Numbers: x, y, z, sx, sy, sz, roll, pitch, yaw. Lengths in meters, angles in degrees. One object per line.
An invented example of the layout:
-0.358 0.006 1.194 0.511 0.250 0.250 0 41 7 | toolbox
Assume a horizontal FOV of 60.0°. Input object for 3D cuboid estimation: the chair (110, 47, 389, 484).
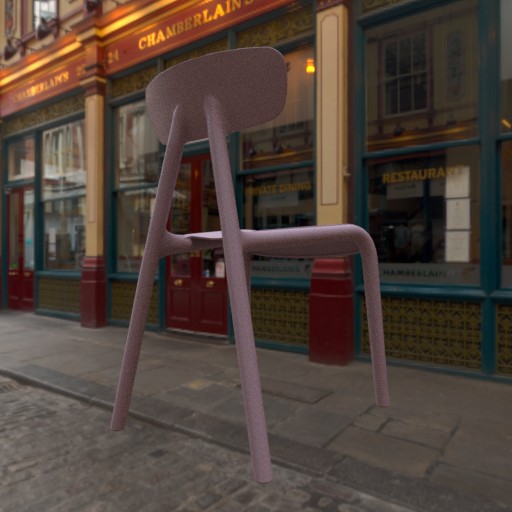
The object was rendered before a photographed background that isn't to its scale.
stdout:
0.000 0.000 0.807 0.356 0.580 0.401 -1 -1 36 | chair
